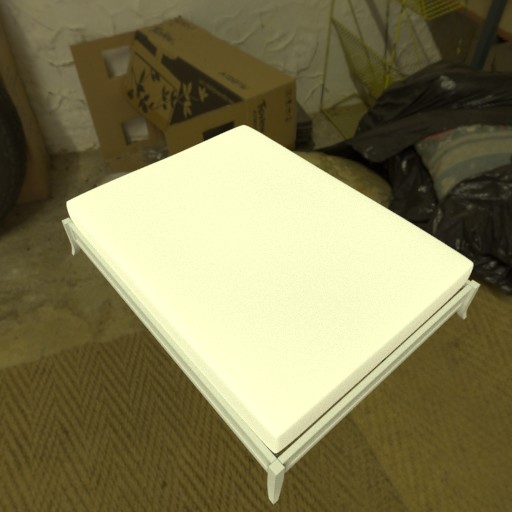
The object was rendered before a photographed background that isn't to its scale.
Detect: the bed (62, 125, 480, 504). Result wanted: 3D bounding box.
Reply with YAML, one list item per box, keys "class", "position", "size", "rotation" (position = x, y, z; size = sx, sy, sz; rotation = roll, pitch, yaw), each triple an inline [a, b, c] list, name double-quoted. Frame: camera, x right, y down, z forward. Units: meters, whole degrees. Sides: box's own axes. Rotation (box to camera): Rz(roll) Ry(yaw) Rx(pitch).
- class: "bed"
  position: [0.000, 0.000, 2.742]
  size: [1.604, 0.510, 2.108]
  rotation: [-31, 53, -27]
